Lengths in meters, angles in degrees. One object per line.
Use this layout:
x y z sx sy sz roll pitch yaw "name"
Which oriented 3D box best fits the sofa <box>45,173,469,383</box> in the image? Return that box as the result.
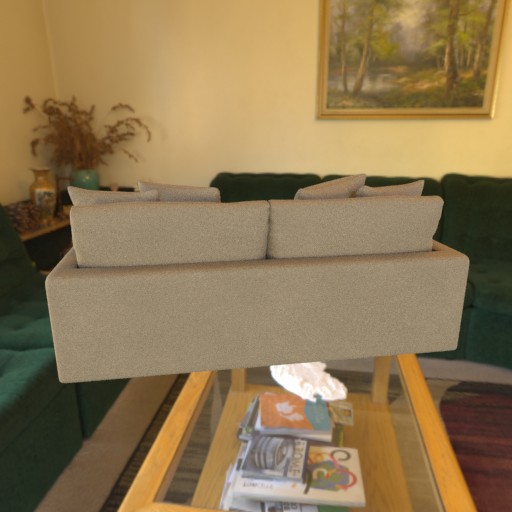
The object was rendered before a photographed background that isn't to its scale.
0.000 0.000 3.015 2.380 1.084 1.228 -3 17 -9 "sofa"
